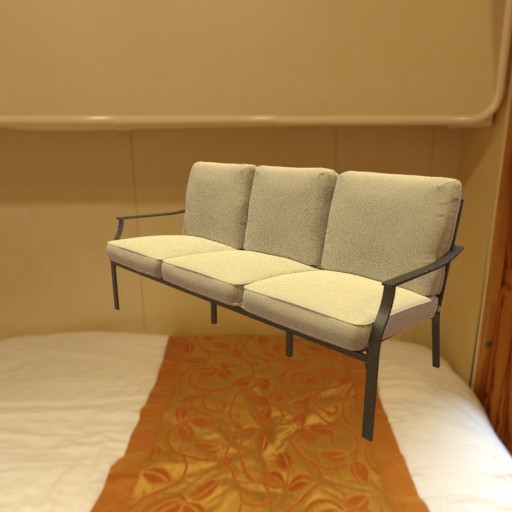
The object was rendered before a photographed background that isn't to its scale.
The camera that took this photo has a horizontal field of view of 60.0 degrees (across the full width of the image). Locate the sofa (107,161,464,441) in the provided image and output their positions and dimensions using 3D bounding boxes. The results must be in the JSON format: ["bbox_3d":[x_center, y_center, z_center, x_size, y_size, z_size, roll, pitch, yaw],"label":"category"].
[{"bbox_3d":[0.000,0.000,2.218,1.740,0.860,0.787,14,21,42],"label":"sofa"}]
